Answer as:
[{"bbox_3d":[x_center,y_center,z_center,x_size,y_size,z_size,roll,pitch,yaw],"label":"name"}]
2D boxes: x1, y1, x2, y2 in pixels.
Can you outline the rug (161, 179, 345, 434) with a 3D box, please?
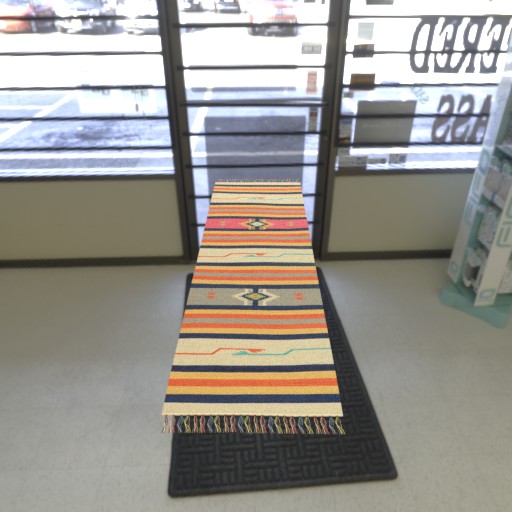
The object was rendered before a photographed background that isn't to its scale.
[{"bbox_3d":[0.000,0.000,2.660,0.695,0.017,2.455,0,32,1],"label":"rug"}]
